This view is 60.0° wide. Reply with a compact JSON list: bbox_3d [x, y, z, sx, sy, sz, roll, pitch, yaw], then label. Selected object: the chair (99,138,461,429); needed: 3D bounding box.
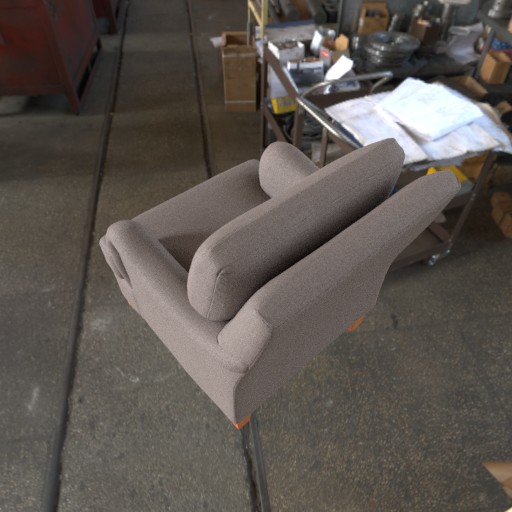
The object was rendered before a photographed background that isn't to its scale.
[{"bbox_3d":[0.000,0.000,1.840,0.955,1.038,1.070,-33,55,-28],"label":"chair"}]
